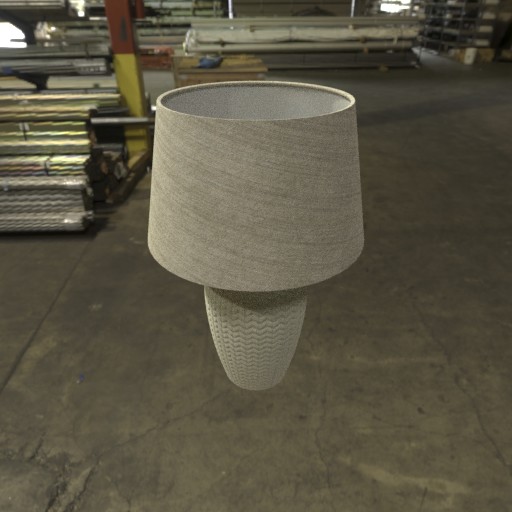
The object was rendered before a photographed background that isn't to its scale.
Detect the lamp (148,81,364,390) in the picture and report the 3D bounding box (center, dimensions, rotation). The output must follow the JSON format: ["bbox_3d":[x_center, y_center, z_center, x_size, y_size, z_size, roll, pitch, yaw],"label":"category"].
[{"bbox_3d":[0.000,0.000,0.843,0.390,0.580,0.390,0,30,0],"label":"lamp"}]
